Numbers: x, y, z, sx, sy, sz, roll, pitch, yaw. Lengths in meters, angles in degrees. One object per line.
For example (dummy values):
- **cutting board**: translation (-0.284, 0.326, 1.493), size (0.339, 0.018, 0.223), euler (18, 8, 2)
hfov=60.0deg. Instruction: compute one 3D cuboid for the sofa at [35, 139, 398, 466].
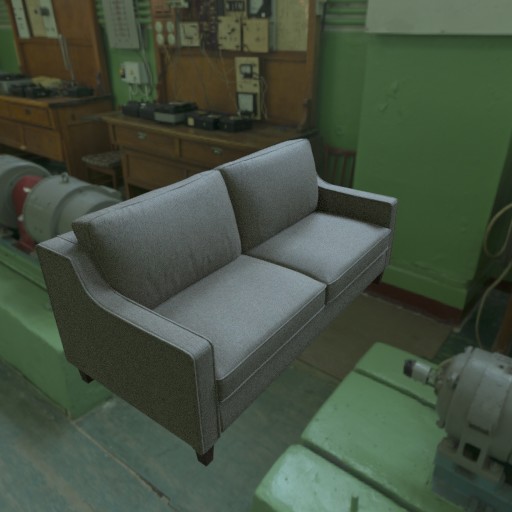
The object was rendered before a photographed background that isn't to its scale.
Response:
- **sofa**: translation (0.000, 0.000, 2.805), size (1.073, 1.074, 2.181), euler (19, 33, 32)
